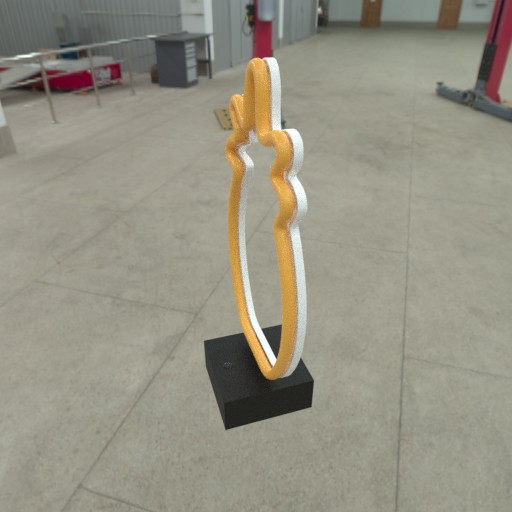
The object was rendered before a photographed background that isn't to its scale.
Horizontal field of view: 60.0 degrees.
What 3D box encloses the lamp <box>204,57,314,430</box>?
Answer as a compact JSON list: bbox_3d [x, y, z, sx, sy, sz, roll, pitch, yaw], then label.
[{"bbox_3d":[0.000,0.000,0.385,0.088,0.317,0.167,-9,32,-15],"label":"lamp"}]
